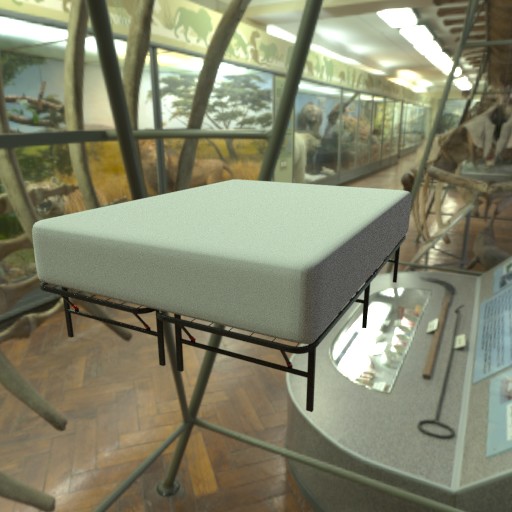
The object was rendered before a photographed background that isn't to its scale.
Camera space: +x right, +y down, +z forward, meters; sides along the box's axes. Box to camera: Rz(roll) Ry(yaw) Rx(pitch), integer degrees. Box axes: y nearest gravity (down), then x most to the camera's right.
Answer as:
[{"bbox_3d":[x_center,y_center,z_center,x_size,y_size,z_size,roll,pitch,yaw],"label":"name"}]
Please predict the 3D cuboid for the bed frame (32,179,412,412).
[{"bbox_3d":[0.000,0.000,2.805,1.528,0.677,2.037,9,19,27],"label":"bed frame"}]
